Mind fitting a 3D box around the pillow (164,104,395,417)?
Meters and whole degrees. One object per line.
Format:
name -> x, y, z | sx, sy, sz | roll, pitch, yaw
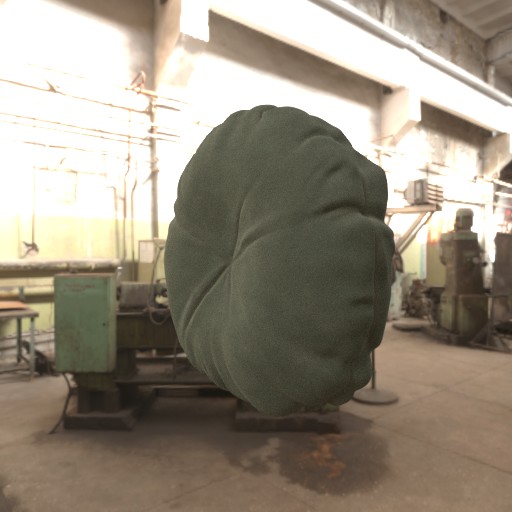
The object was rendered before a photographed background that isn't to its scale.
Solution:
pillow -> 0.000, 0.000, 0.627 | 0.148, 0.407, 0.428 | 0, 1, -38
